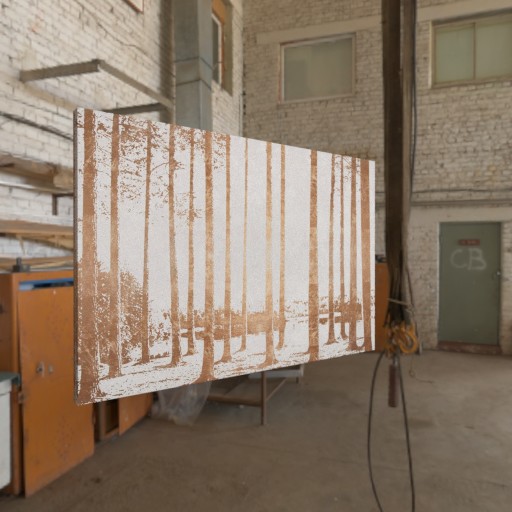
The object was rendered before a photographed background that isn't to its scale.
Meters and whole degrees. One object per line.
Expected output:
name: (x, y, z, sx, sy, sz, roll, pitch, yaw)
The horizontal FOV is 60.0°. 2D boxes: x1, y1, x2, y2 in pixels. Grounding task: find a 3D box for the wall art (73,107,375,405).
wall art: (0.000, 0.000, 1.180, 0.914, 0.609, 0.035, 0, 0, -35)
